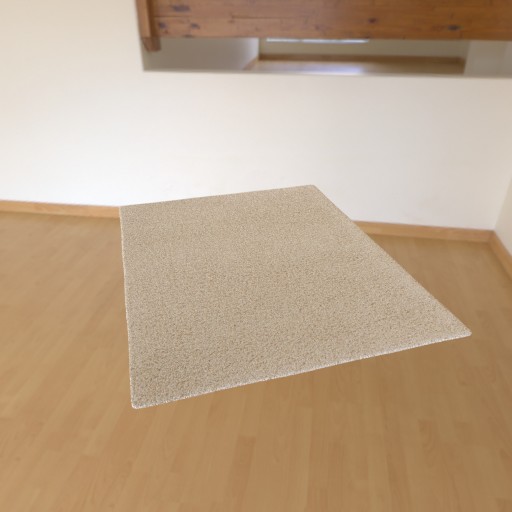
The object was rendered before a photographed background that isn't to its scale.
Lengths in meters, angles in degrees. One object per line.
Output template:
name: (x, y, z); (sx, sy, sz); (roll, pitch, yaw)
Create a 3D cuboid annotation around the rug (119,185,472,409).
rug: (0.000, 0.000, 4.212); (2.438, 0.029, 3.047); (-8, 32, -14)
